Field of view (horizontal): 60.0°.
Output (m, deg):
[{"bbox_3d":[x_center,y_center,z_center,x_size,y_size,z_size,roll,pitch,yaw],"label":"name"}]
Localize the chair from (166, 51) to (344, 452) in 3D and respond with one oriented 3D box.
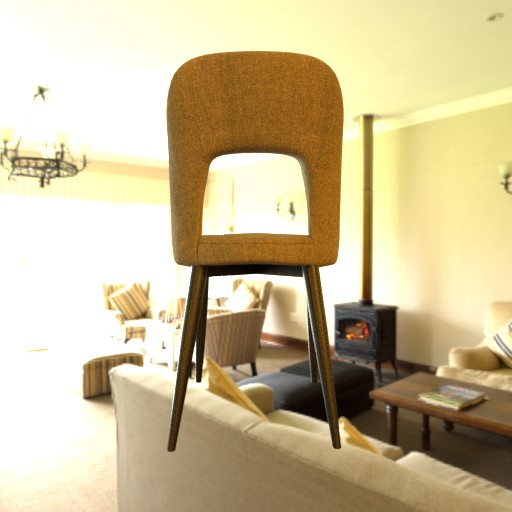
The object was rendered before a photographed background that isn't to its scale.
[{"bbox_3d":[0.000,0.000,1.285,0.470,0.931,0.612,0,1,1],"label":"chair"}]
